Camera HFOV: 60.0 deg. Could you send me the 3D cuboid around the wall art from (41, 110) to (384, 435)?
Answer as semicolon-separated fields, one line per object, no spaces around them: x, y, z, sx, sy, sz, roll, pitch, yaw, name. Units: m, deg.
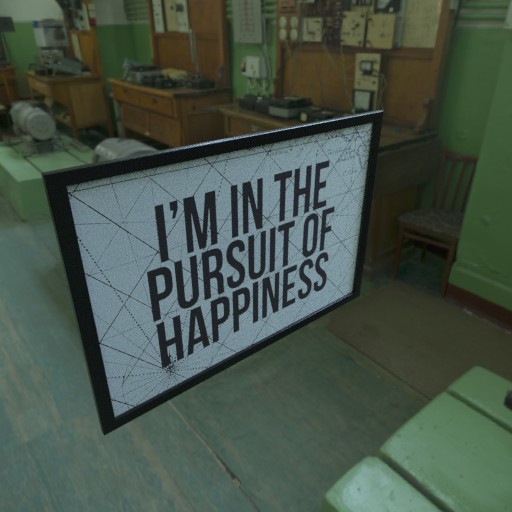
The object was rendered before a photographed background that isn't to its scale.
0.000;0.000;1.014;0.819;0.552;0.015;-21;35;-34;wall art
